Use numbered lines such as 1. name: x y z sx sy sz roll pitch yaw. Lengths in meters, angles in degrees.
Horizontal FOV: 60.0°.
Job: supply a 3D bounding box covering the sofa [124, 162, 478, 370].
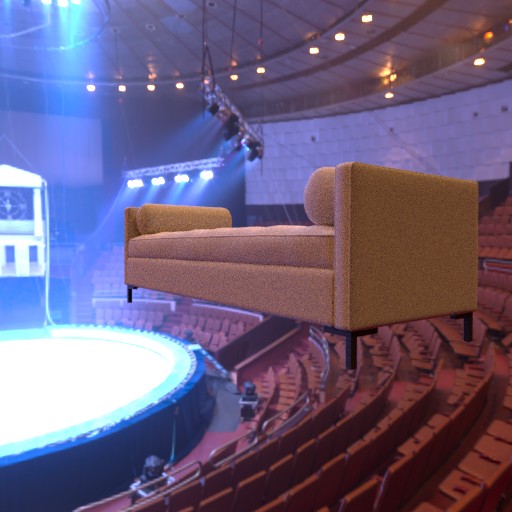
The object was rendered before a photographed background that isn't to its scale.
1. sofa: 0.000 0.000 2.315 0.746 0.641 1.985 -1 2 -36
